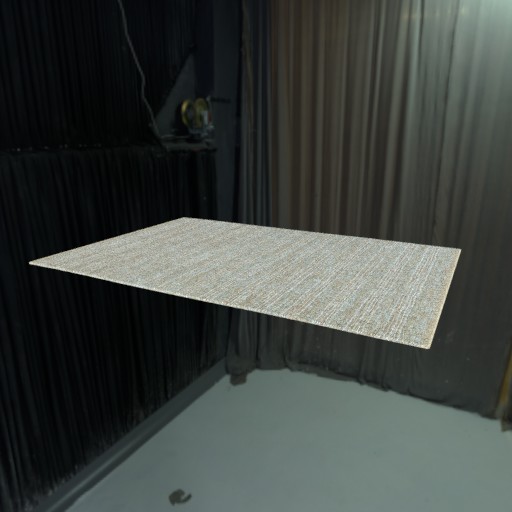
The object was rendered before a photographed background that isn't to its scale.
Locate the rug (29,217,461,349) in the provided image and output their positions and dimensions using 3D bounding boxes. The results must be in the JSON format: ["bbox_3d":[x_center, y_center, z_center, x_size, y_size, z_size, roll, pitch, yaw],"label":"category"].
[{"bbox_3d":[0.000,0.000,2.252,1.824,0.010,1.240,8,18,27],"label":"rug"}]
